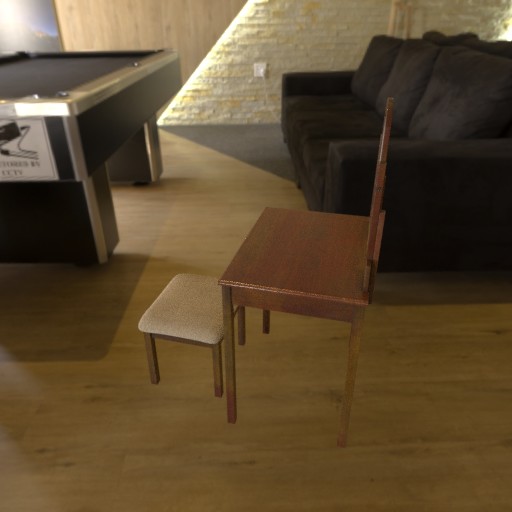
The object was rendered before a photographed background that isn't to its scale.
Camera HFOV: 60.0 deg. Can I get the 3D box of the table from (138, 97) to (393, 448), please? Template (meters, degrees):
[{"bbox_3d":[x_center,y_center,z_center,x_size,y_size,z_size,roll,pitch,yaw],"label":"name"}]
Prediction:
[{"bbox_3d":[0.000,0.000,2.335,1.211,1.631,0.876,7,30,13],"label":"table"}]
